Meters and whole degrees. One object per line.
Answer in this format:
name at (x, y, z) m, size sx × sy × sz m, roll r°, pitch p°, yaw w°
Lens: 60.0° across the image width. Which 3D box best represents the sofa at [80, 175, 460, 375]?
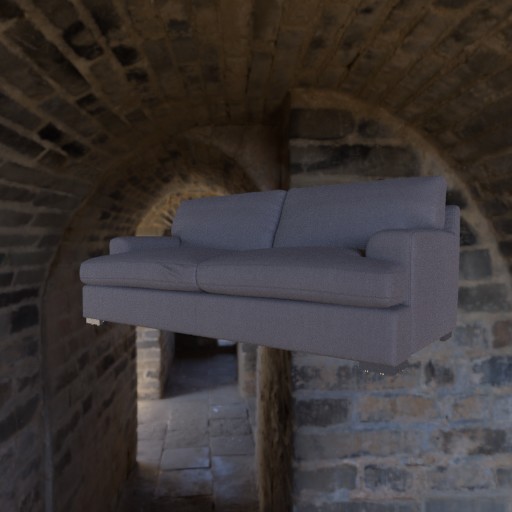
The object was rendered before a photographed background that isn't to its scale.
sofa at (0.000, 0.000, 2.848) m, size 2.271 × 0.950 × 1.140 m, roll 1°, pitch 1°, yaw 37°
